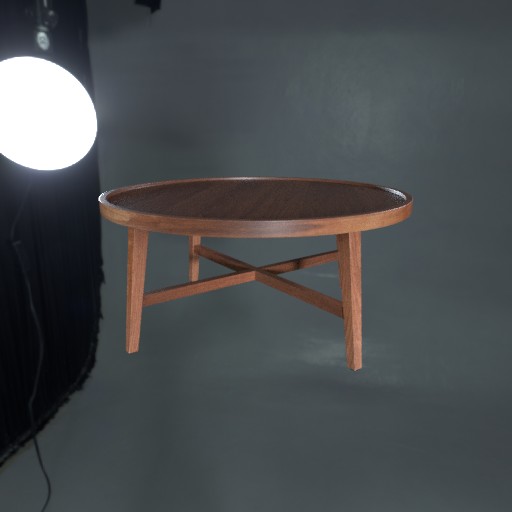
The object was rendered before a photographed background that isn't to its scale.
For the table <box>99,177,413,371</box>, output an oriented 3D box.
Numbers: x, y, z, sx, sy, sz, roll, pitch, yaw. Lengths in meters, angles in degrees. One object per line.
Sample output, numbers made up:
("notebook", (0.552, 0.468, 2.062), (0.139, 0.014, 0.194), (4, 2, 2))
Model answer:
("table", (0.000, 0.000, 1.242), (0.800, 0.360, 0.800), (0, 16, 0))
